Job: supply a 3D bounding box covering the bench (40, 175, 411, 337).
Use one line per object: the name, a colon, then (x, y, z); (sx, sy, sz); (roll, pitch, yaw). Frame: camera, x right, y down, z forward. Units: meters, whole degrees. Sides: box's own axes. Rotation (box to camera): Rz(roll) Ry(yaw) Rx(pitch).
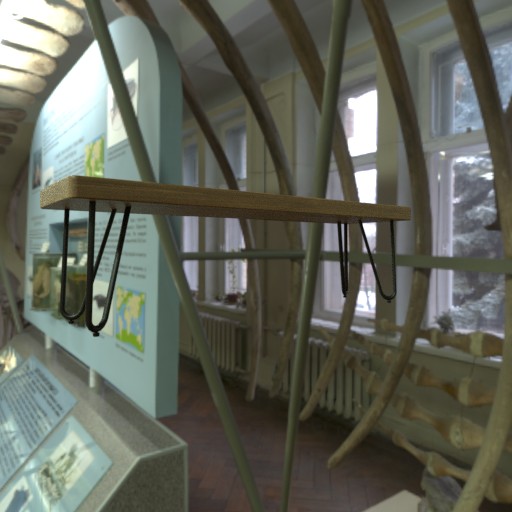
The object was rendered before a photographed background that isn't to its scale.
bench: (0.000, 0.000, 1.842); (1.570, 0.462, 0.425); (-1, 1, -37)
